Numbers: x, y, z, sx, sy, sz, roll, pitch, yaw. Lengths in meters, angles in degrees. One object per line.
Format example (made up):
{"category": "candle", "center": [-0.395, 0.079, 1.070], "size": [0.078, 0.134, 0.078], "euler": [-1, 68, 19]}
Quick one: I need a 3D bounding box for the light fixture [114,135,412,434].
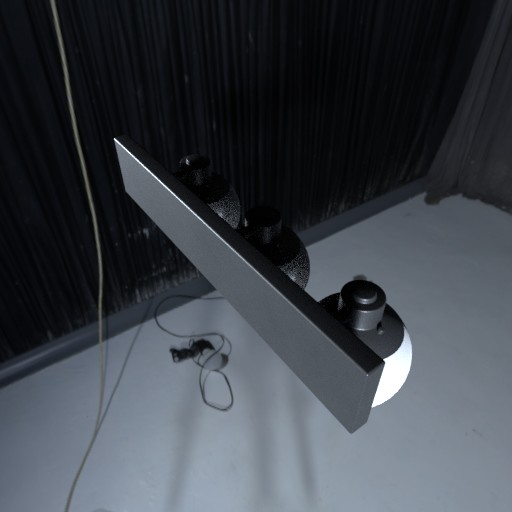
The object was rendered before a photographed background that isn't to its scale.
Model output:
{"category": "light fixture", "center": [0.000, 0.000, 0.843], "size": [0.218, 0.263, 0.721], "euler": [-25, 46, -26]}
